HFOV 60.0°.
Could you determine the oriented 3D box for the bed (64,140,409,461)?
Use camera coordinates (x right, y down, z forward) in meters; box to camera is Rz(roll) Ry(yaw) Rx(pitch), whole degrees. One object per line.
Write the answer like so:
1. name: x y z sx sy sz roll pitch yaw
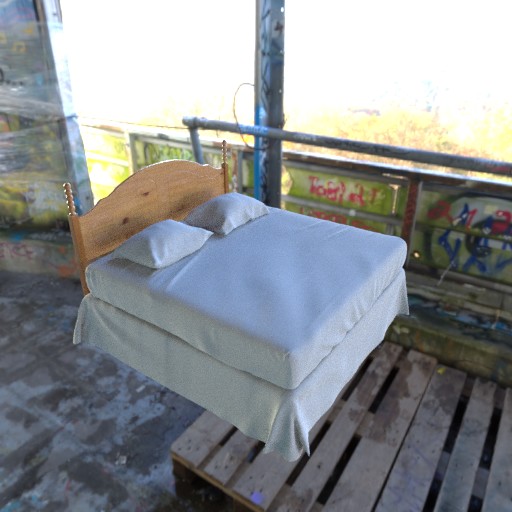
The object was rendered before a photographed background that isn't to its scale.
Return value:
1. bed: 0.000 0.000 3.733 2.219 1.355 2.322 18 32 31
